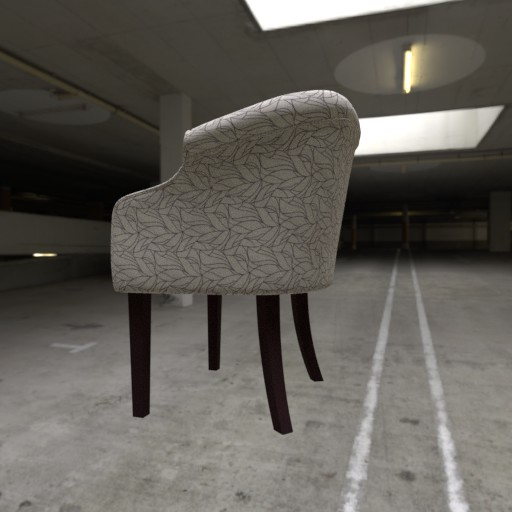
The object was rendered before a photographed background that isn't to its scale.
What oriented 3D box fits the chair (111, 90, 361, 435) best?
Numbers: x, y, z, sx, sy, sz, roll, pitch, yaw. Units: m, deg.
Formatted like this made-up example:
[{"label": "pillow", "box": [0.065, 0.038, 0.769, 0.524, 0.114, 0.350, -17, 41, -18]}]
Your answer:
[{"label": "chair", "box": [0.000, 0.000, 1.348, 0.613, 0.858, 0.686, 0, 1, 18]}]
